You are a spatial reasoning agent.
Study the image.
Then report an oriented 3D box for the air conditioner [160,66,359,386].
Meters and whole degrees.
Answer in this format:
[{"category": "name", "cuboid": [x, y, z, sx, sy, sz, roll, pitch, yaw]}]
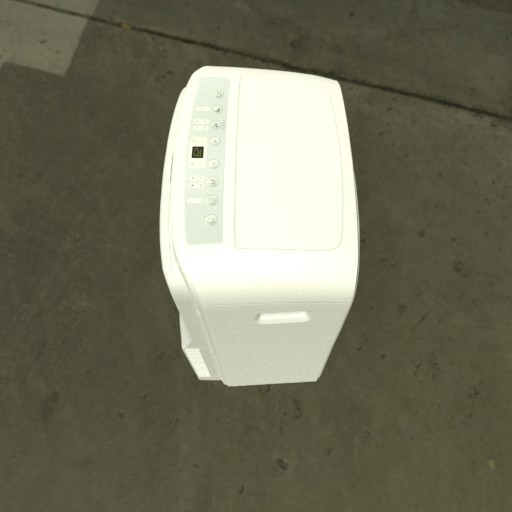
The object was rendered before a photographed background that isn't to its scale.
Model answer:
[{"category": "air conditioner", "cuboid": [0.000, 0.000, 0.959, 0.365, 0.700, 0.454, 0, 65, 0]}]
